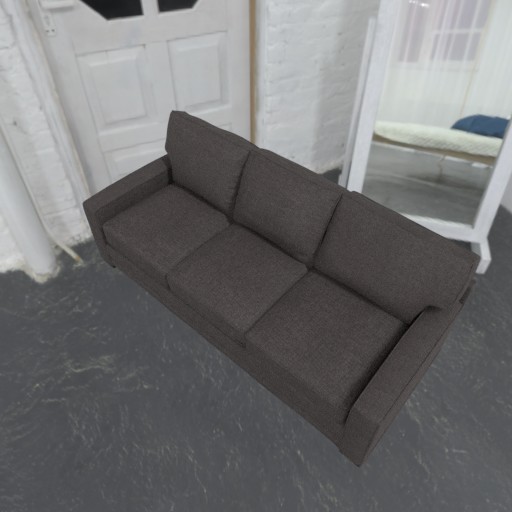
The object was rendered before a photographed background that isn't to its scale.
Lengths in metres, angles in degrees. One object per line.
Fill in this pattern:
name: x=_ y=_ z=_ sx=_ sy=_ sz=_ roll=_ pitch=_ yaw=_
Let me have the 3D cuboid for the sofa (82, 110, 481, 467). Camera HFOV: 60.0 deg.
sofa: x=0.000 y=0.000 z=2.851 sx=2.369 sy=0.978 sz=1.004 roll=33 pitch=55 yaw=27
